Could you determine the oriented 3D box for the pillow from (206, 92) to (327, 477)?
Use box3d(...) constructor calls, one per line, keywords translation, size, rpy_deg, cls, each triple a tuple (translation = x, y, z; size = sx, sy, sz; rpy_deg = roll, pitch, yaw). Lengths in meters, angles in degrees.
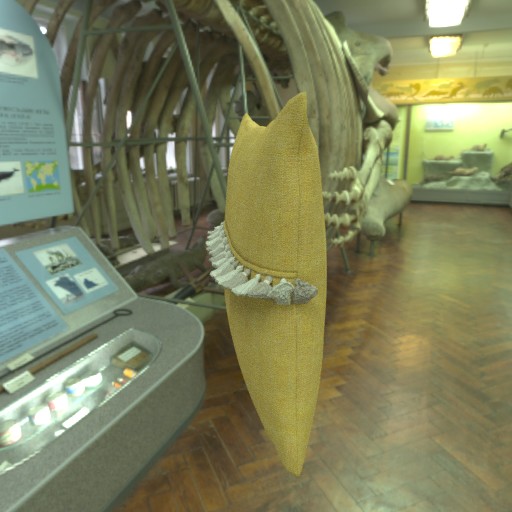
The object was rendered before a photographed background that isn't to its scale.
box3d(translation=(0.000, 0.000, 0.746), size=(0.167, 0.481, 0.485), rpy_deg=(-2, 15, -8), cls="pillow")
